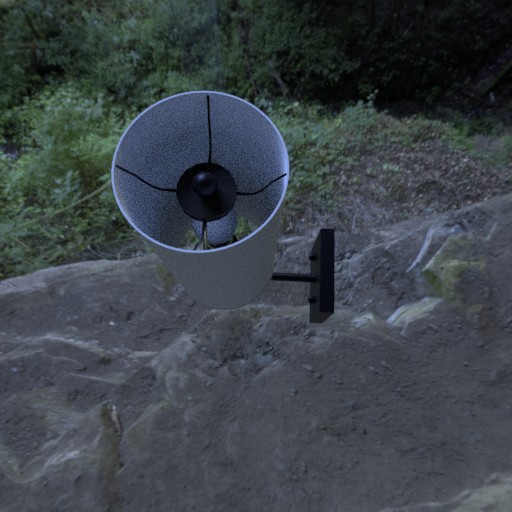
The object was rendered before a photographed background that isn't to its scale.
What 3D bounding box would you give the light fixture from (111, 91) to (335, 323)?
[{"bbox_3d":[0.000,0.000,0.541,0.208,0.462,0.128,3,75,1],"label":"light fixture"}]
